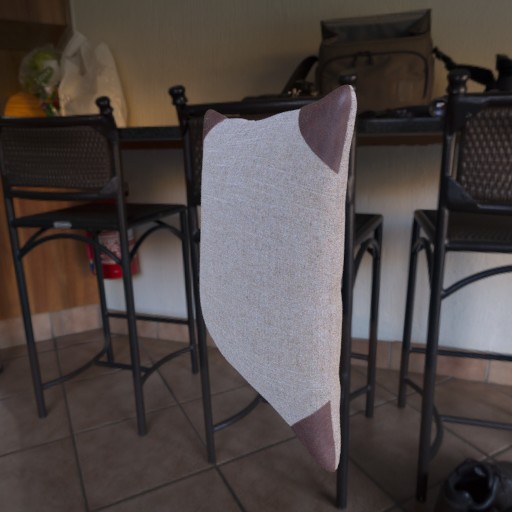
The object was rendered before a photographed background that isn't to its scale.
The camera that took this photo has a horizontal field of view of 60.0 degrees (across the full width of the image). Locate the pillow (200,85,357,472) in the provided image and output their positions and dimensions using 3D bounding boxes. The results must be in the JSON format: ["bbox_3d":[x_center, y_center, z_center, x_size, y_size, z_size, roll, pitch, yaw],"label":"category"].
[{"bbox_3d":[0.000,0.000,0.673,0.147,0.448,0.437,-7,16,-25],"label":"pillow"}]
